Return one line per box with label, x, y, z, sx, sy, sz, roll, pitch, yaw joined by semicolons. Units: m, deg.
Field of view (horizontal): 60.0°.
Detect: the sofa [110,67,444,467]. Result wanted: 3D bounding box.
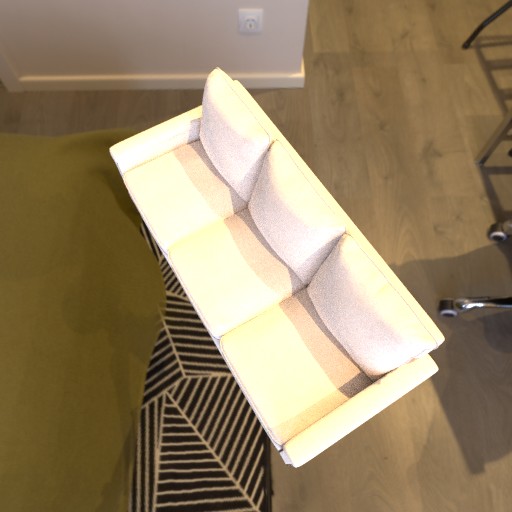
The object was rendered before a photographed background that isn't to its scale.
sofa;0.000;0.000;2.369;0.828;0.961;1.925;-29;68;-13
